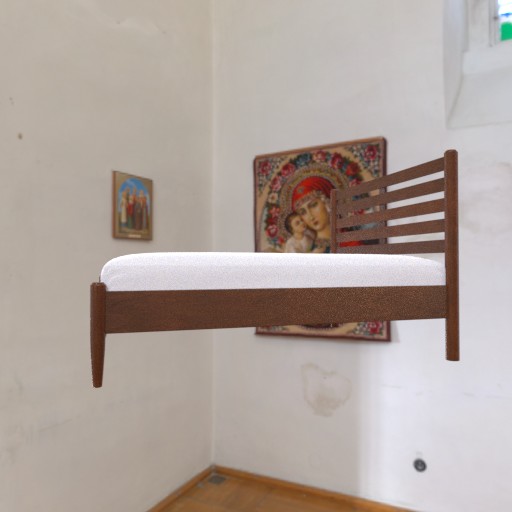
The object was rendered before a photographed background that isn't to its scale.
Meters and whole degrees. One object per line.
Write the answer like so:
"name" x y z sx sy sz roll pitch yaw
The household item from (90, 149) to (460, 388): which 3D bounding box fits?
"household item" 0.000 0.000 3.286 2.232 1.356 1.663 0 -1 -18
